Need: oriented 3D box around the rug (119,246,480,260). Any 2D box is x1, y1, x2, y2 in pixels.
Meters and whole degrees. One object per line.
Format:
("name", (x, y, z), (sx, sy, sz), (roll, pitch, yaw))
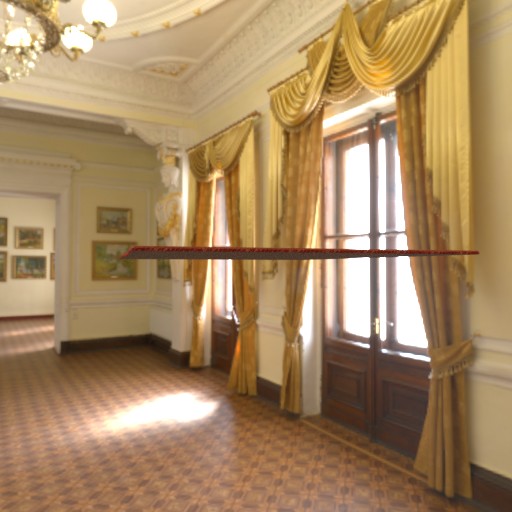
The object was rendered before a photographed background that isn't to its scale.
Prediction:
("rug", (0.000, 0.000, 4.061), (2.340, 0.028, 2.905), (0, -1, -18))
